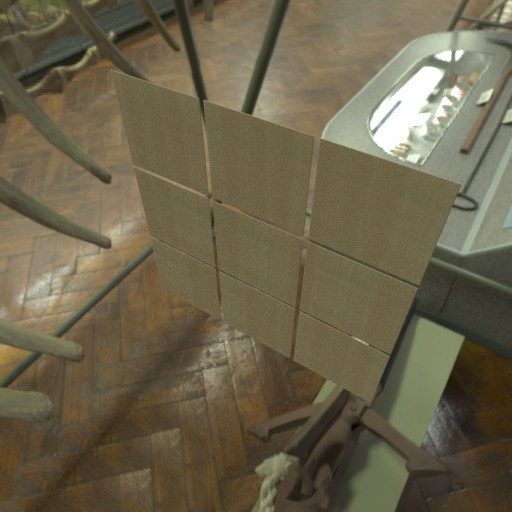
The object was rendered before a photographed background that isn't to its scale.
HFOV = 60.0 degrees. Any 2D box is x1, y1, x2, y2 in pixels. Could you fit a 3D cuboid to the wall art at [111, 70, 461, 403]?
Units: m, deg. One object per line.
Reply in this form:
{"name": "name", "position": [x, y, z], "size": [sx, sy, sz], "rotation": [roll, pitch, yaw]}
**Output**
{"name": "wall art", "position": [0.000, 0.000, 2.203], "size": [1.517, 1.505, 0.002], "rotation": [25, 51, 22]}
